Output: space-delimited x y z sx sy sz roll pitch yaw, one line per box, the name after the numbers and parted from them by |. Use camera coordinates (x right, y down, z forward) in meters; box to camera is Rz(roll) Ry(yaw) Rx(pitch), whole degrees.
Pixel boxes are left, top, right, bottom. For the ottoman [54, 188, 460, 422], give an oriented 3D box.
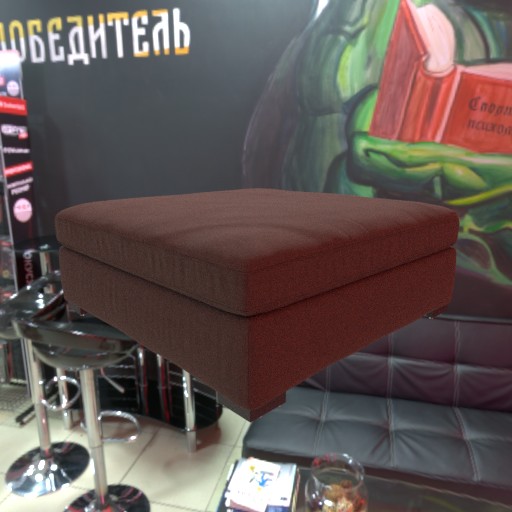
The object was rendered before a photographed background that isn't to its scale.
0.000 0.000 1.809 1.181 0.470 1.181 -13 19 -42 | ottoman
